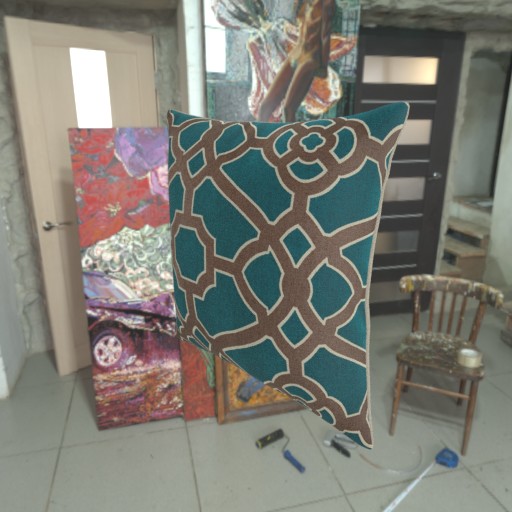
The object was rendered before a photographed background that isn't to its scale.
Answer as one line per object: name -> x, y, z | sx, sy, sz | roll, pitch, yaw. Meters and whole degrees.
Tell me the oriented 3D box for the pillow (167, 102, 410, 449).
pillow -> 0.000, 0.000, 0.791 | 0.166, 0.507, 0.526 | -16, 23, -42
